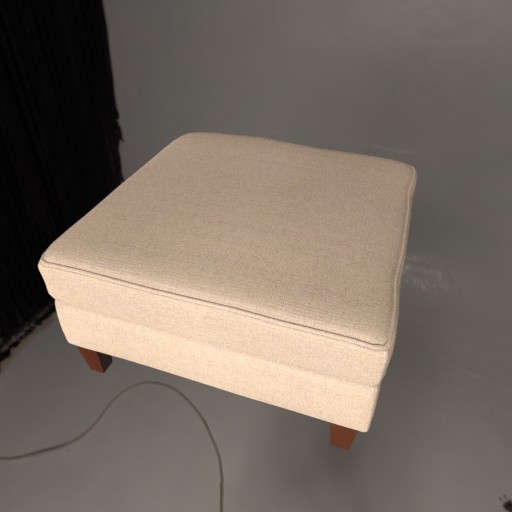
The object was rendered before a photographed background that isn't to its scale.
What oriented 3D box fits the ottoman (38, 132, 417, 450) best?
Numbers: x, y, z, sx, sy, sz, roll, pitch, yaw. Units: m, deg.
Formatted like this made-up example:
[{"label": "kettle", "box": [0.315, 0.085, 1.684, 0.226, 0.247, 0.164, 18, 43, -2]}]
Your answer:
[{"label": "ottoman", "box": [0.000, 0.000, 1.348, 0.838, 0.481, 0.838, 12, 40, 15]}]
